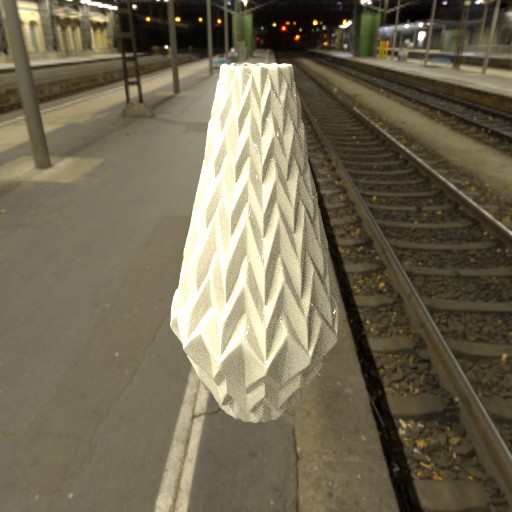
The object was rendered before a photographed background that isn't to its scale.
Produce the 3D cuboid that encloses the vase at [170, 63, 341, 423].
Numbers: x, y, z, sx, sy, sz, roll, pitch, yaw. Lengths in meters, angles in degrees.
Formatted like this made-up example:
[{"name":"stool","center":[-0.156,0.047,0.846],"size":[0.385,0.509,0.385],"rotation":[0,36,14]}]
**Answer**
[{"name":"vase","center":[0.000,0.000,0.413],"size":[0.167,0.328,0.167],"rotation":[0,26,0]}]
